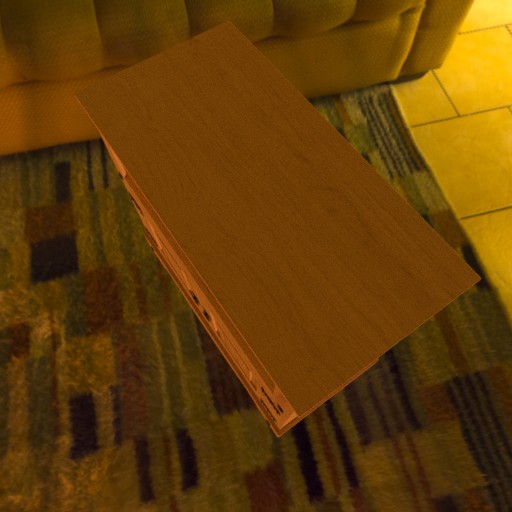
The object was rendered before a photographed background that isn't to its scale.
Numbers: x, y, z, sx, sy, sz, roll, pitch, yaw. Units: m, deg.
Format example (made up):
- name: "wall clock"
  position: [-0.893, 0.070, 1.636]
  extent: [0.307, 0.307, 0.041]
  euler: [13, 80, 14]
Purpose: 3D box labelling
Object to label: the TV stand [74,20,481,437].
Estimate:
- name: "TV stand"
  position: [0.000, 0.000, 1.276]
  extent: [0.430, 0.787, 0.851]
  euler: [-32, 69, -14]
